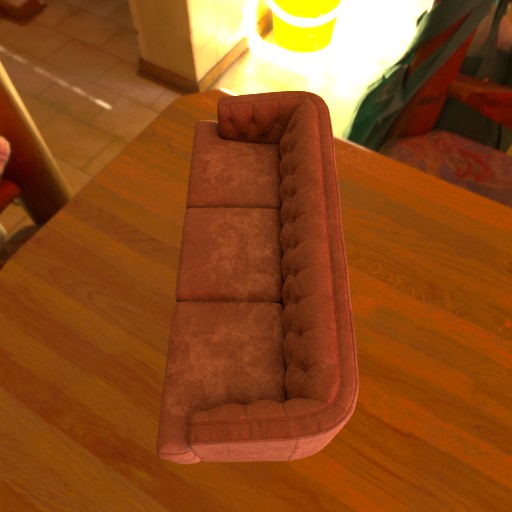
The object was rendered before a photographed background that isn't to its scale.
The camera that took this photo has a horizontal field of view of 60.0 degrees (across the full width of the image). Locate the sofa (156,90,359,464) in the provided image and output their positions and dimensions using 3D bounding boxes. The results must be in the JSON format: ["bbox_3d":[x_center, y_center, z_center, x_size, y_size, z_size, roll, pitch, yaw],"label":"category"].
[{"bbox_3d":[0.000,0.000,2.674,0.922,0.791,2.257,1,59,0],"label":"sofa"}]
